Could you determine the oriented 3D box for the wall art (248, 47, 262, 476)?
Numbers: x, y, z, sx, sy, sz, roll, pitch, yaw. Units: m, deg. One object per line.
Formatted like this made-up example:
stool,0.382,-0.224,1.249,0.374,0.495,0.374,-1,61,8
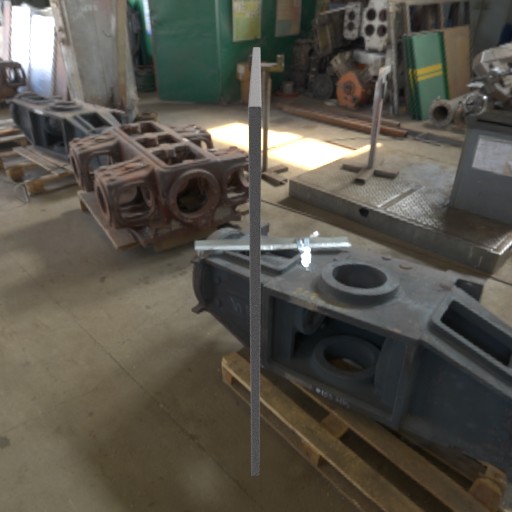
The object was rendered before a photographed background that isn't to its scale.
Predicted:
wall art,0.000,0.000,0.669,0.012,0.529,0.374,0,32,0
